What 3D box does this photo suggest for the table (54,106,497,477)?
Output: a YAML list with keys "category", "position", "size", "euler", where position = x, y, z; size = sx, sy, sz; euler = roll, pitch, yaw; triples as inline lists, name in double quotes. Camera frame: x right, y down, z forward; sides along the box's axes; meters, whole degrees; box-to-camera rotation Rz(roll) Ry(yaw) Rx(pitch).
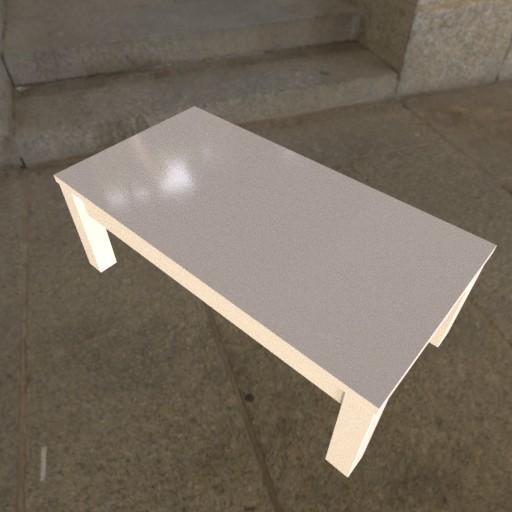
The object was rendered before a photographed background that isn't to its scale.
- category: "table"
  position: [0.000, 0.000, 1.653]
  size: [1.350, 0.470, 0.700]
  euler: [32, 54, 28]
